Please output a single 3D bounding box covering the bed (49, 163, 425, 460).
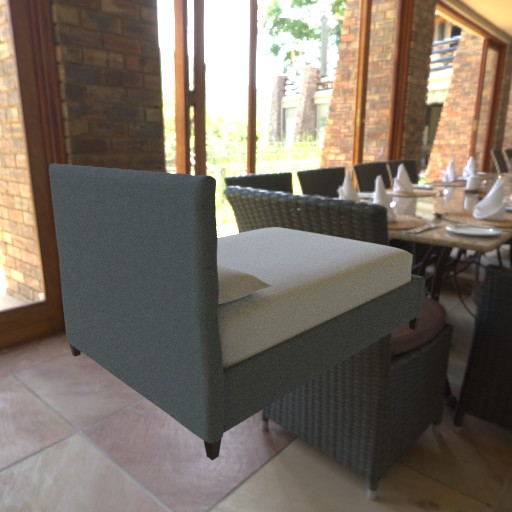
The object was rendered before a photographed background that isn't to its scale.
[{"bbox_3d":[0.000,0.000,3.390,1.698,1.411,2.335,14,20,43],"label":"bed"}]
